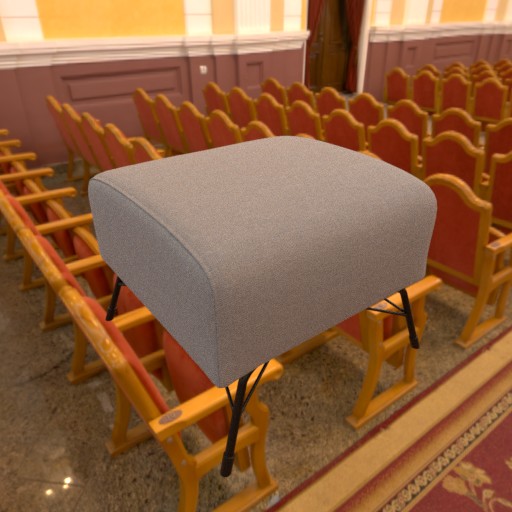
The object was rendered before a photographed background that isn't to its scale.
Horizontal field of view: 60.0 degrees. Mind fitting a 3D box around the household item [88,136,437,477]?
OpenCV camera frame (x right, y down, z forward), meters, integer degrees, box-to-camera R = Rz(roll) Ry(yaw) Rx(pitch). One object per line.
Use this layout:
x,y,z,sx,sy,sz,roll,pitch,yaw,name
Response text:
0.000,0.000,0.938,0.530,0.410,0.530,-20,35,-32,household item
